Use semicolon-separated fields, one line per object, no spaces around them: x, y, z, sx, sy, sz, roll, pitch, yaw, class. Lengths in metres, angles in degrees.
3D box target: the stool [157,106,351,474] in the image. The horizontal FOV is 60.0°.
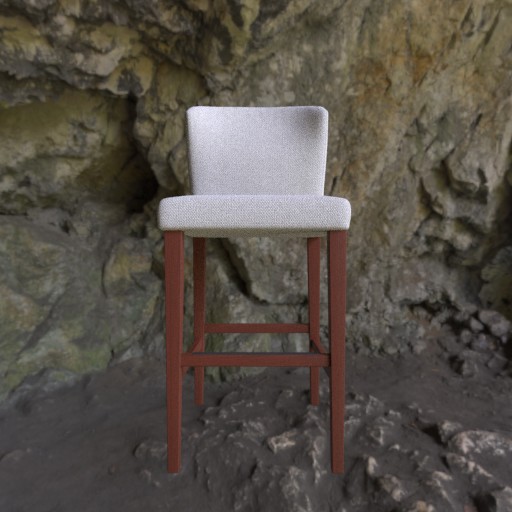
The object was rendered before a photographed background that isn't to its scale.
0.000;0.000;1.345;0.481;1.069;0.568;0;0;0;stool
